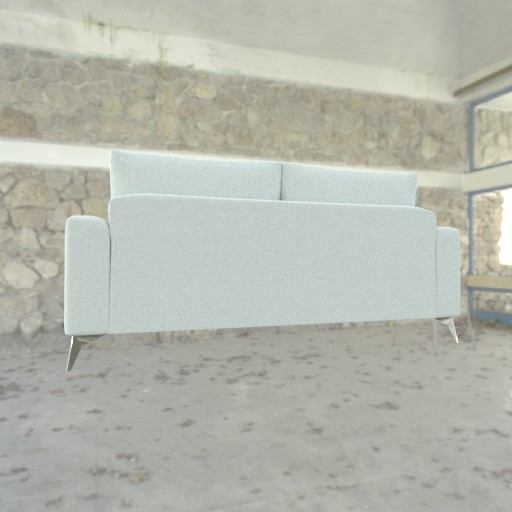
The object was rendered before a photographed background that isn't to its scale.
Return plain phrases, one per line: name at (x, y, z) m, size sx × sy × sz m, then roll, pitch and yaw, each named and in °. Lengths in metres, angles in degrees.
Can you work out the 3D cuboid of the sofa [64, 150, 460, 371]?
sofa at (0.000, 0.000, 2.159) m, size 1.650 × 0.790 × 0.920 m, roll 0°, pitch -1°, yaw -19°
